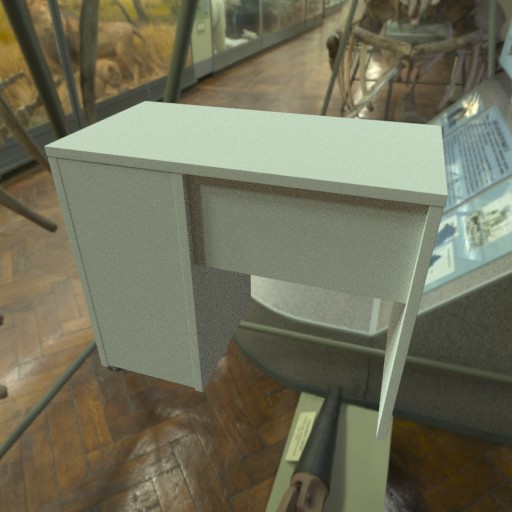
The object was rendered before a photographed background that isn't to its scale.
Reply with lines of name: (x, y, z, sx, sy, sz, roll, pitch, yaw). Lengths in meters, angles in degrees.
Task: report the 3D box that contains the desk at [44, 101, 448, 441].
desk: (0.000, 0.000, 1.320, 0.898, 0.730, 0.482, 10, 34, 15)
